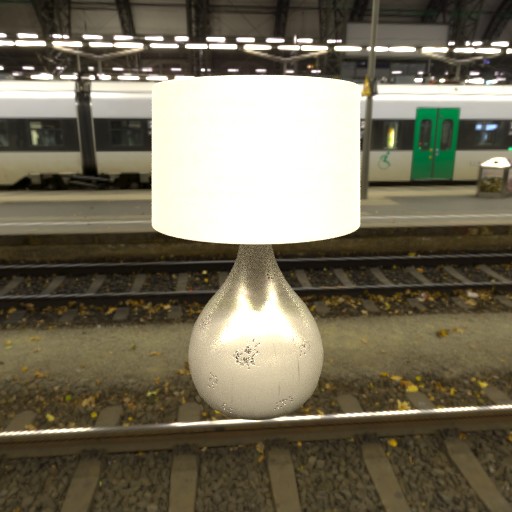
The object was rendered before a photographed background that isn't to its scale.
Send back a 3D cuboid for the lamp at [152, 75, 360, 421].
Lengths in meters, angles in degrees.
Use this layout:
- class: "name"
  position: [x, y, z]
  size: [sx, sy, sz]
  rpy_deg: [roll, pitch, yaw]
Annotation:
- class: "lamp"
  position: [0.000, 0.000, 0.736]
  size: [0.330, 0.521, 0.330]
  rpy_deg: [0, 15, 0]
